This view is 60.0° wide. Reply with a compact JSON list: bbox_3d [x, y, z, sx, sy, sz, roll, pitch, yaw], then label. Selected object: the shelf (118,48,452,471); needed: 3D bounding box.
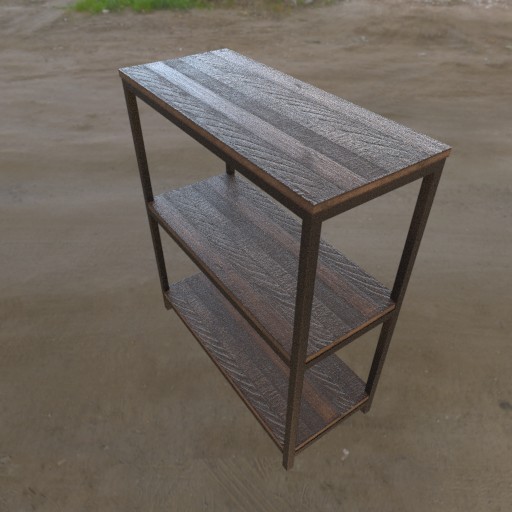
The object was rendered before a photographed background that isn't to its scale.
[{"bbox_3d":[0.000,0.000,1.344,0.352,0.947,0.822,-24,46,-26],"label":"shelf"}]
